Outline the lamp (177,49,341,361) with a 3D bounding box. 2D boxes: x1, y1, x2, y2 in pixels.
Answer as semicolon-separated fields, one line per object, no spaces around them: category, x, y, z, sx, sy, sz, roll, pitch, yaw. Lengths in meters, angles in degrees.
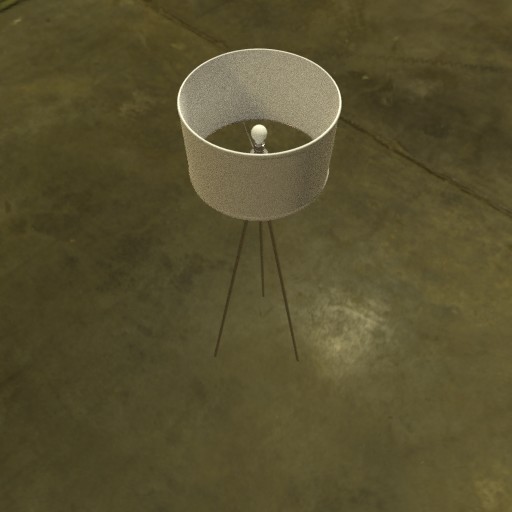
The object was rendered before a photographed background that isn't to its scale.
lamp;0.000;0.000;1.766;0.448;1.545;0.458;-1;57;0
